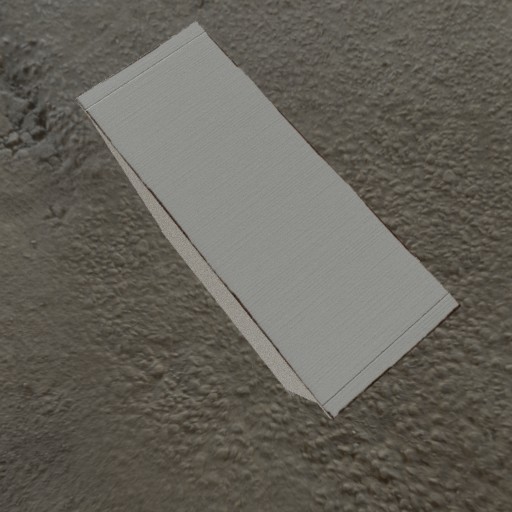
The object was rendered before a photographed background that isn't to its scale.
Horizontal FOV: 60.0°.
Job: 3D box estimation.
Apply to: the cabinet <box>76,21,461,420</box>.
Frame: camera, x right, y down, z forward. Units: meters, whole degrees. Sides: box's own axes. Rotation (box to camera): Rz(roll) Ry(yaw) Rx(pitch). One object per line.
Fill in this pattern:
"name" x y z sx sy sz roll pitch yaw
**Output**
"cabinet" 0.000 0.000 0.870 0.210 0.603 0.541 -38 78 -9
